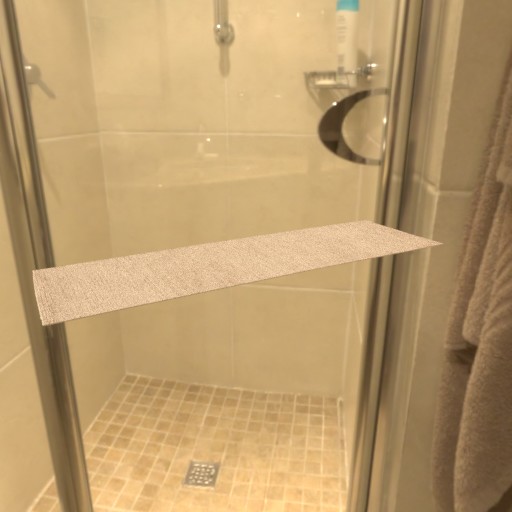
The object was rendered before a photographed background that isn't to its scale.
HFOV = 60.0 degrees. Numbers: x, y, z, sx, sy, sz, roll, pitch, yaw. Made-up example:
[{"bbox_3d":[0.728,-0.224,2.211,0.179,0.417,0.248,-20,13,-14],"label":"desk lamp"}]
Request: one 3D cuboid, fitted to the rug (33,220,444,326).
[{"bbox_3d":[0.000,0.000,2.601,2.346,0.013,0.712,-10,21,-27],"label":"rug"}]
